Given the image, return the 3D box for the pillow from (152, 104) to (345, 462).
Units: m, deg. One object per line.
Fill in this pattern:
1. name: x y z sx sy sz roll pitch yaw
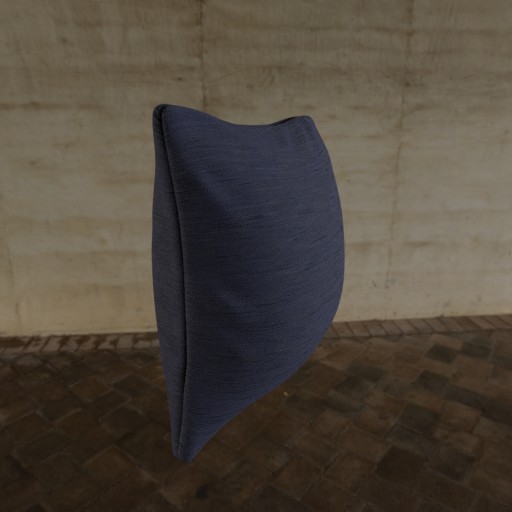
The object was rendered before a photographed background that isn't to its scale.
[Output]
1. pillow: 0.000 0.000 0.664 0.246 0.414 0.432 8 18 25
